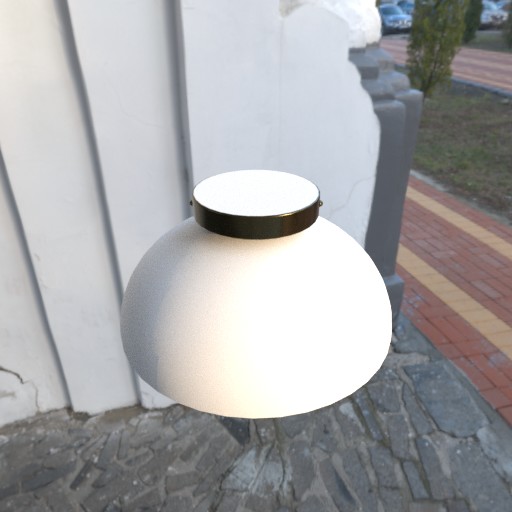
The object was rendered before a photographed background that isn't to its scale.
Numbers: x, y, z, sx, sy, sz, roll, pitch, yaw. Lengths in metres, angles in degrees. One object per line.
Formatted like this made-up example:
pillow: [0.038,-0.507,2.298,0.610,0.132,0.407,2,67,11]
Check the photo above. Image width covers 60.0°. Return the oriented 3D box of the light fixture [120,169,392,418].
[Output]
light fixture: [0.000,0.000,0.559,0.355,0.177,0.355,0,30,0]
